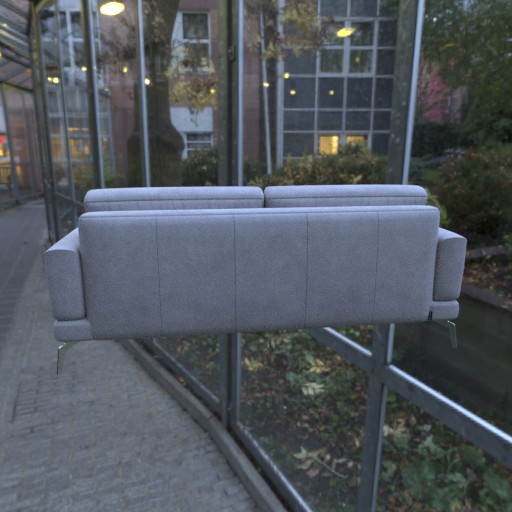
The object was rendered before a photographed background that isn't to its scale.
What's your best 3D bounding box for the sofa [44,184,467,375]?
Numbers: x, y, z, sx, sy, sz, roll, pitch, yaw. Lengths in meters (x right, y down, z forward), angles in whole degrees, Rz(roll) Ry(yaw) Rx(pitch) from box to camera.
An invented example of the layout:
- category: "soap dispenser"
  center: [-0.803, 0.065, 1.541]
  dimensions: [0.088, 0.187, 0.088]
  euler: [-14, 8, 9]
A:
- category: "sofa"
  center: [0.000, 0.000, 2.525]
  dimensions: [2.013, 0.830, 0.980]
  euler: [-2, 14, -8]
